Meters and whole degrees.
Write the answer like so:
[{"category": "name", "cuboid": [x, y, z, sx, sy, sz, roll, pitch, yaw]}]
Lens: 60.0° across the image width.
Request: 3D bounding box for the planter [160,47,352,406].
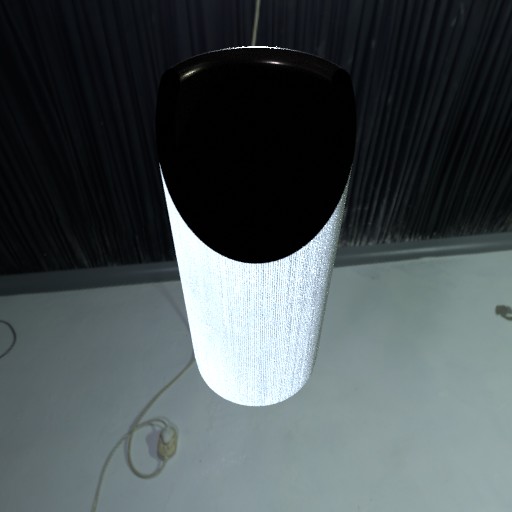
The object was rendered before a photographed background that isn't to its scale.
[{"category": "planter", "cuboid": [0.000, 0.000, 0.131, 0.045, 0.103, 0.045, -9, 46, -8]}]
